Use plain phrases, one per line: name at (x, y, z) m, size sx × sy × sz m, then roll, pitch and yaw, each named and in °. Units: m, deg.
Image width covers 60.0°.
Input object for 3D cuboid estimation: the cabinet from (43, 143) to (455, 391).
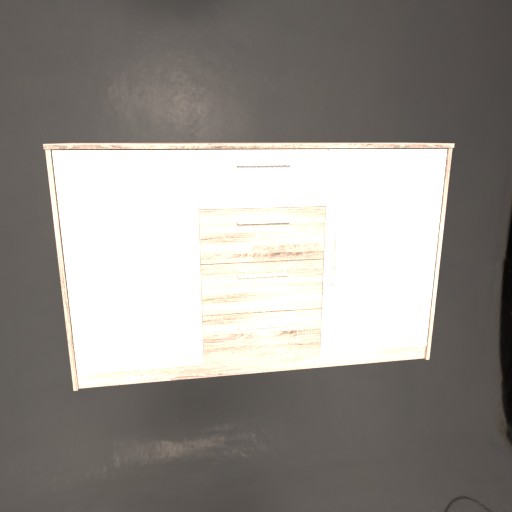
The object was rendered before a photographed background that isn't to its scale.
cabinet at (0.000, 0.000, 1.826) m, size 1.450 × 0.900 × 0.380 m, roll -2°, pitch 15°, yaw -9°
